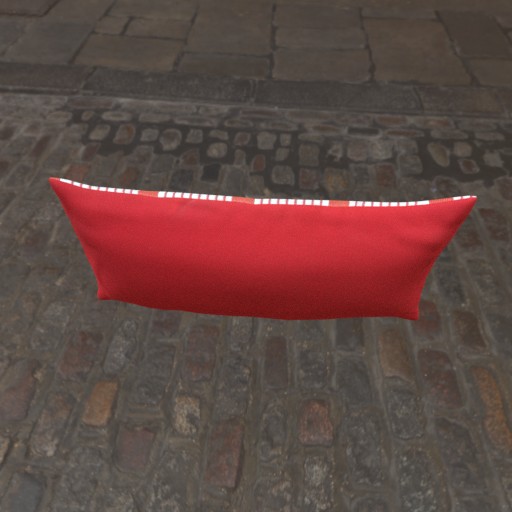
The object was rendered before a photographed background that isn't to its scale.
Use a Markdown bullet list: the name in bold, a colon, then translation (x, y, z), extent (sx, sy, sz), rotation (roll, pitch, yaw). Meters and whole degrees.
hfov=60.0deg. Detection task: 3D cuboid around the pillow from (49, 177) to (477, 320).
- **pillow**: translation (0.000, 0.000, 0.733), extent (0.608, 0.297, 0.151), rotation (3, 47, 3)
